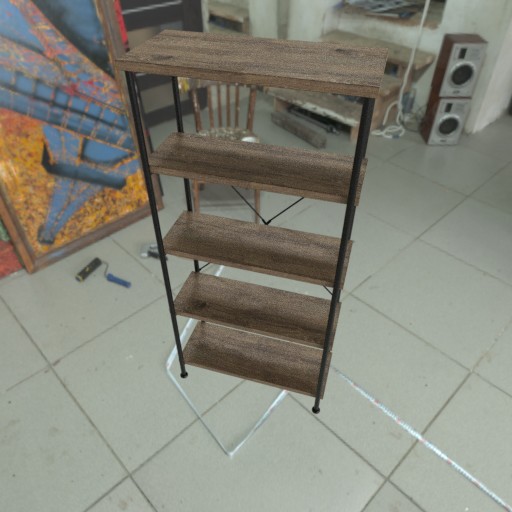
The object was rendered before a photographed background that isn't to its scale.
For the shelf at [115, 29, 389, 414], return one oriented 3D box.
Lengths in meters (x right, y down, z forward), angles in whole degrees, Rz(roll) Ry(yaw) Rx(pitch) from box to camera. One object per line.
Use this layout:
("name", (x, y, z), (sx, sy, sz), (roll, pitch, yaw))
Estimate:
("shelf", (0.000, 0.000, 1.964), (0.800, 1.700, 0.360), (11, 42, 12))
